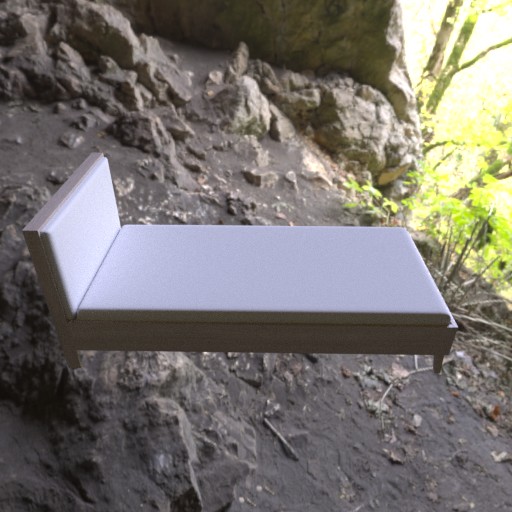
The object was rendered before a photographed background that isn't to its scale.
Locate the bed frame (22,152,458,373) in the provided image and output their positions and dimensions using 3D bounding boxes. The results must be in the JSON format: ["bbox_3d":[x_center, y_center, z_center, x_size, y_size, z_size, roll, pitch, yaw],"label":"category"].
[{"bbox_3d":[0.000,0.000,2.693,2.140,0.920,0.990,1,34,1],"label":"bed frame"}]
